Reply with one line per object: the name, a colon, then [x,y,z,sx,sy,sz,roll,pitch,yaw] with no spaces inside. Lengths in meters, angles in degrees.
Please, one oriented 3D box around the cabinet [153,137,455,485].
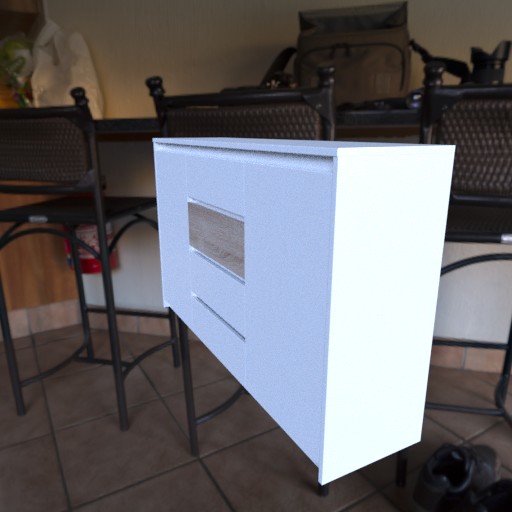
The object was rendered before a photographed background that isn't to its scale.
cabinet: [0.000,0.000,1.786,0.380,0.900,1.450,-8,18,-27]
